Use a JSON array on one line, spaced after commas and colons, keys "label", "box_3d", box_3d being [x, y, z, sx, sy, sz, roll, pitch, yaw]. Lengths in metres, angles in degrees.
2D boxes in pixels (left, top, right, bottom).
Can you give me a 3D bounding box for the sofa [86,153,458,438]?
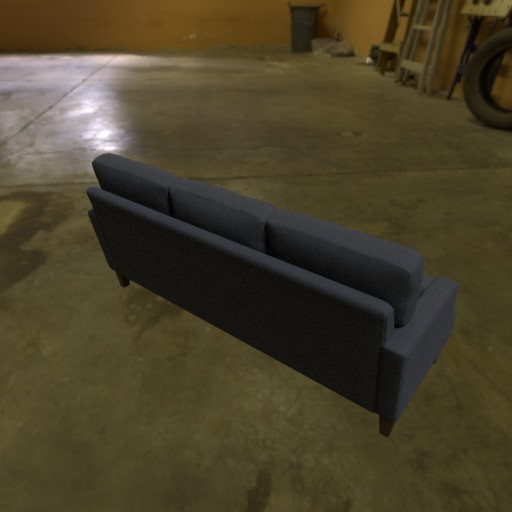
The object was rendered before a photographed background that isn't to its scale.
[{"label": "sofa", "box_3d": [0.000, 0.000, 2.589, 2.115, 0.984, 0.888, 22, 37, 33]}]
